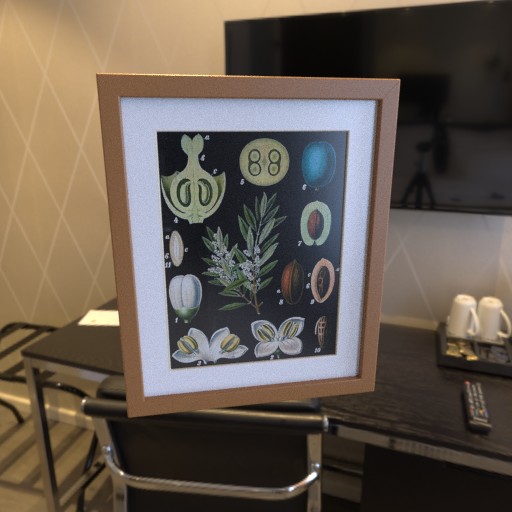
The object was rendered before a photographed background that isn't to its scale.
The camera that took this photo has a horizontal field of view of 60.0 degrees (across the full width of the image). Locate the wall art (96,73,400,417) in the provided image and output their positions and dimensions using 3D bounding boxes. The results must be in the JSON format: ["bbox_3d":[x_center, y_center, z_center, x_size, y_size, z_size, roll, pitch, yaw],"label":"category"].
[{"bbox_3d":[0.000,0.000,0.503,0.310,0.379,0.015,-3,16,-10],"label":"wall art"}]
